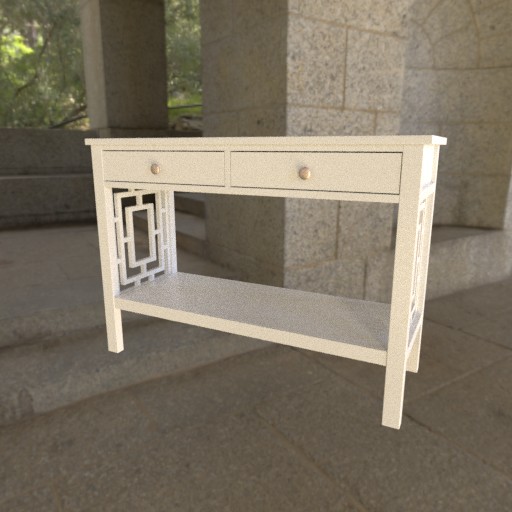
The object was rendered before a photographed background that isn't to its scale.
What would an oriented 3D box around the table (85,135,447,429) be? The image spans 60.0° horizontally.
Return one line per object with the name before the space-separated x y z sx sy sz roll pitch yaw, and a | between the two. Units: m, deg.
table | 0.000 0.000 1.466 1.068 0.753 0.397 7 16 26
